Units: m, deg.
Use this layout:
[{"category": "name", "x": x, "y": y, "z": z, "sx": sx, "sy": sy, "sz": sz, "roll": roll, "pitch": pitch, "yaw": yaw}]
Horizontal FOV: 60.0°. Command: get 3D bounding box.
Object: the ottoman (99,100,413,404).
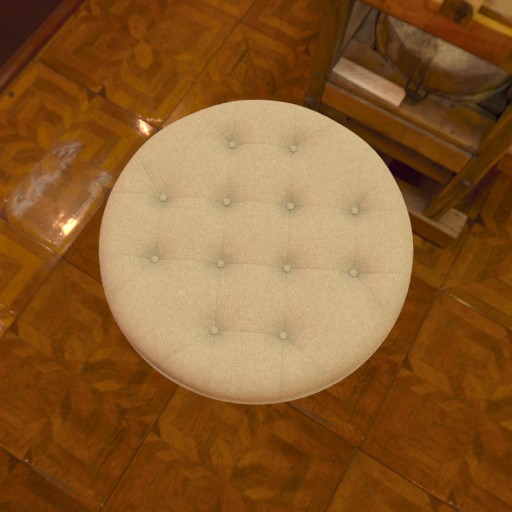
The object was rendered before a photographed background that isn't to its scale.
[{"category": "ottoman", "x": 0.000, "y": 0.000, "z": 1.364, "sx": 0.849, "sy": 0.478, "sz": 0.849, "roll": 0, "pitch": 75, "yaw": 0}]
